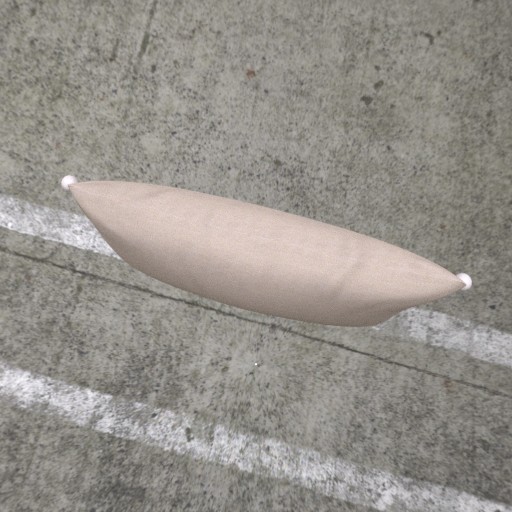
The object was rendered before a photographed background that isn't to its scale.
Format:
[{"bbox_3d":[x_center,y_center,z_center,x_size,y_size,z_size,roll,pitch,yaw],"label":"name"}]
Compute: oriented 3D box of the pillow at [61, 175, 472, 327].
[{"bbox_3d":[0.000,0.000,0.849,0.709,0.322,0.201,14,77,3],"label":"pillow"}]
